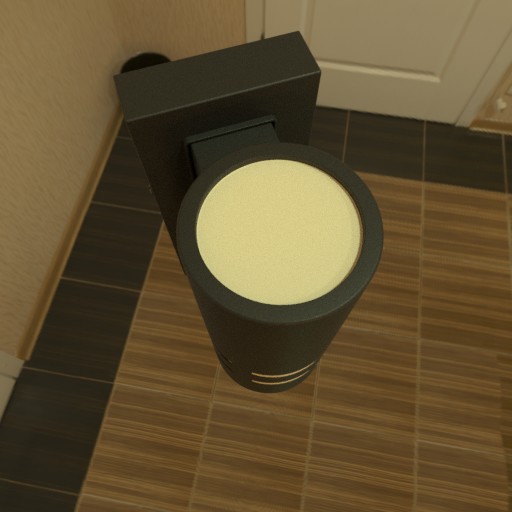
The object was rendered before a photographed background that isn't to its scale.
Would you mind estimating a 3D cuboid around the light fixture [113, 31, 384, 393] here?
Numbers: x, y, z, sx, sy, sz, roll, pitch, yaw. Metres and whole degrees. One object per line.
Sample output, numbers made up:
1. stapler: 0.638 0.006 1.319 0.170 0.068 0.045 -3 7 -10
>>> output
1. light fixture: 0.000 0.000 0.264 0.098 0.179 0.138 -17 67 -8
